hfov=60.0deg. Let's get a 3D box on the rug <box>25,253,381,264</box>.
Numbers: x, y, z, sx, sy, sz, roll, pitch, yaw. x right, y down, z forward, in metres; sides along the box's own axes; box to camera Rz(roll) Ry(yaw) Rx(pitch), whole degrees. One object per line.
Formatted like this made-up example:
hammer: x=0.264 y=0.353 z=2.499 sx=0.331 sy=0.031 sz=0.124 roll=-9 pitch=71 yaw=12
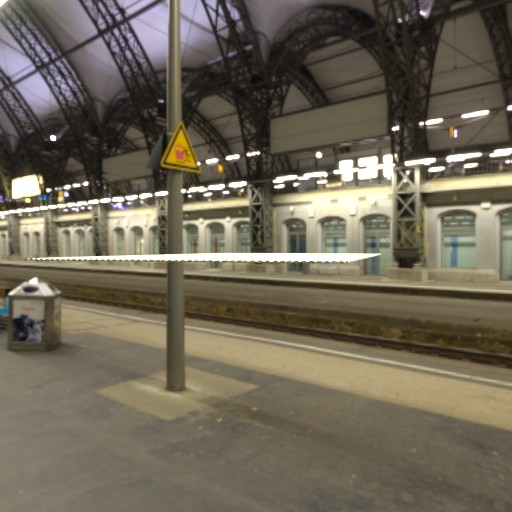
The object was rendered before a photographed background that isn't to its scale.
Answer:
rug: x=0.000 y=0.000 z=3.032 sx=1.524 sy=0.010 sz=2.438 roll=0 pitch=1 yaw=19
